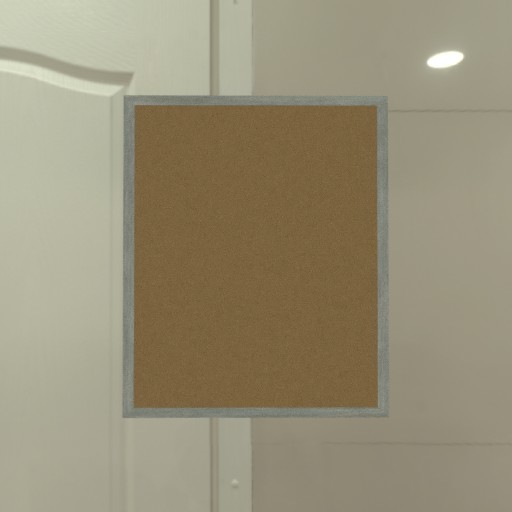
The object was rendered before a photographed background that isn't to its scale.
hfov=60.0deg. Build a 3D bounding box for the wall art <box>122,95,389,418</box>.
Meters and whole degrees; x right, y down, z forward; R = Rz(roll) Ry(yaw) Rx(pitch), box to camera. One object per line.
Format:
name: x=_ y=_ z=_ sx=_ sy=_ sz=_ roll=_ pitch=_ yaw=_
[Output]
wall art: x=0.000 y=0.000 z=0.811 sx=0.479 sy=0.582 sz=0.022 roll=0 pitch=-1 yaw=0
